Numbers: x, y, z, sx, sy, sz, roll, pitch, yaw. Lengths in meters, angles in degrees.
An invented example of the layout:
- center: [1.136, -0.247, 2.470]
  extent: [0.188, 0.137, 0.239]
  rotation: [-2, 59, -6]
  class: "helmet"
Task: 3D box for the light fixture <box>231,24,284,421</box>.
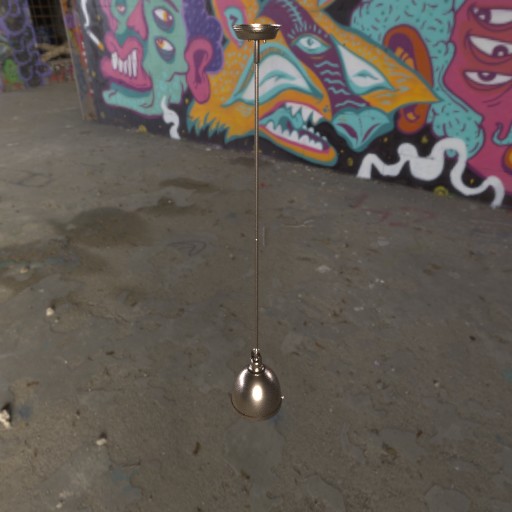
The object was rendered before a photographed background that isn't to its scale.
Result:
- center: [0.000, 0.000, 1.480]
  extent: [0.211, 1.367, 0.217]
  rotation: [-20, 35, -30]
  class: "light fixture"
